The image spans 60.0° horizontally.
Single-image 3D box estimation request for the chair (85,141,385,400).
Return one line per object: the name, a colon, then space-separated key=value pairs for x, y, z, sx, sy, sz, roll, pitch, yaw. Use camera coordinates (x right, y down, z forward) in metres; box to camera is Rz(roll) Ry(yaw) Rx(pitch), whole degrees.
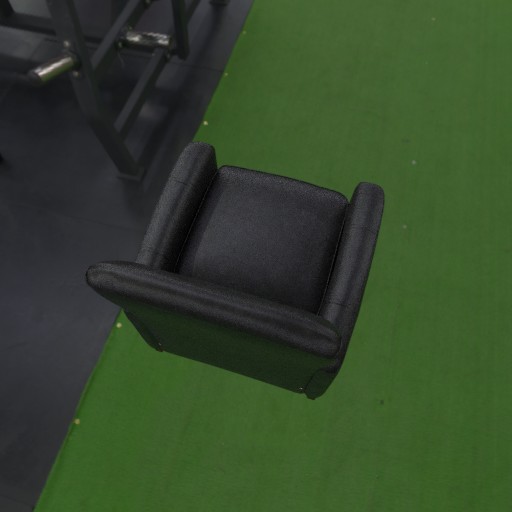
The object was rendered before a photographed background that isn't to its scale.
chair: x=0.000 y=0.000 z=1.680 sx=0.848 sy=1.014 sz=0.864 roll=15 pitch=63 yaw=8
